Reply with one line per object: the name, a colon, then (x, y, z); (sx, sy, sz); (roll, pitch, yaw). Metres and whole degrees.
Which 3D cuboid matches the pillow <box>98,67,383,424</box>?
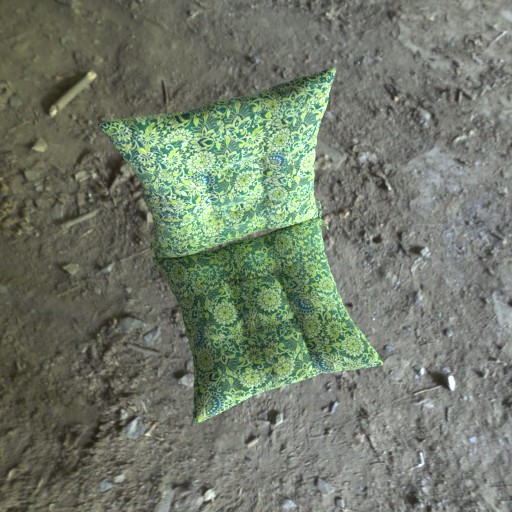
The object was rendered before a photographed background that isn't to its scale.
pillow: (0.000, 0.000, 1.034); (0.541, 0.536, 0.585); (-16, 65, -7)
